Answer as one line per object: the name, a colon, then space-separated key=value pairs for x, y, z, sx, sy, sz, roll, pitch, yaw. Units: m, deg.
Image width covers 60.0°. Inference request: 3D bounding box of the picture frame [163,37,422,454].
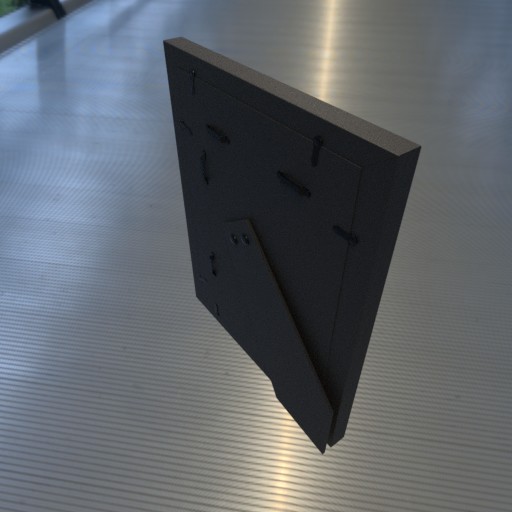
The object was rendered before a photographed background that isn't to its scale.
picture frame: x=0.000 y=0.000 z=0.493 sx=0.036 sy=0.383 sz=0.307 roll=-26 pitch=47 yaw=-27
